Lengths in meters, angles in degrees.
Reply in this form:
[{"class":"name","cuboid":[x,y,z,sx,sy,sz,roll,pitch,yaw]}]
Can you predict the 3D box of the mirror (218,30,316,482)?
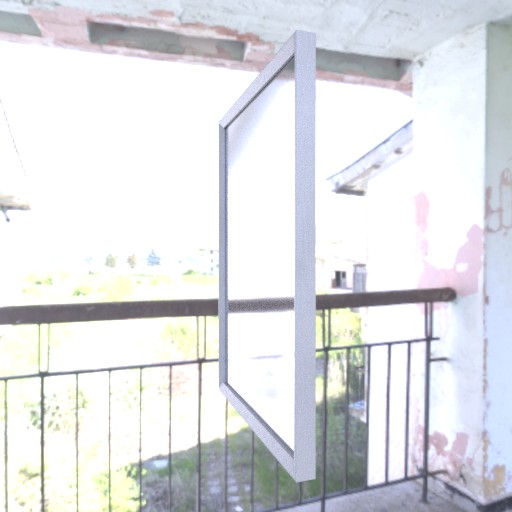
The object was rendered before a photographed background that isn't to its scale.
[{"class":"mirror","cuboid":[0.000,0.000,0.941,0.039,0.710,0.507,0,0,-19]}]
